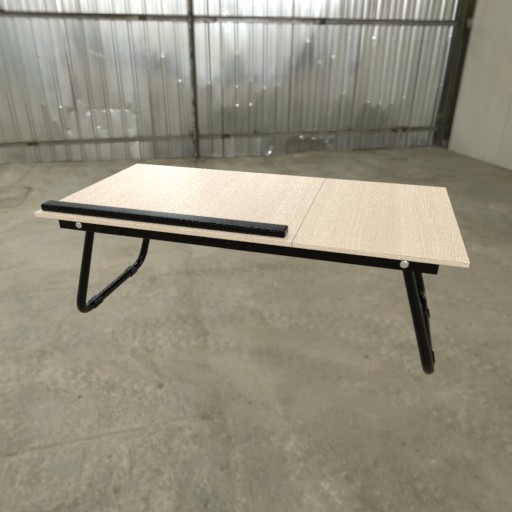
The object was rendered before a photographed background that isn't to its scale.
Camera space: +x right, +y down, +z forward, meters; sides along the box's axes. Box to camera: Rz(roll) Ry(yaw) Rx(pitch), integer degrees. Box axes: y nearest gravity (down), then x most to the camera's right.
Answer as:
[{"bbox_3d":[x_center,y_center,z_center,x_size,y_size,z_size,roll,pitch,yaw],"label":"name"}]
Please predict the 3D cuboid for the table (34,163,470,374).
[{"bbox_3d":[0.000,0.000,0.812,0.644,0.242,0.322,7,27,14],"label":"table"}]
